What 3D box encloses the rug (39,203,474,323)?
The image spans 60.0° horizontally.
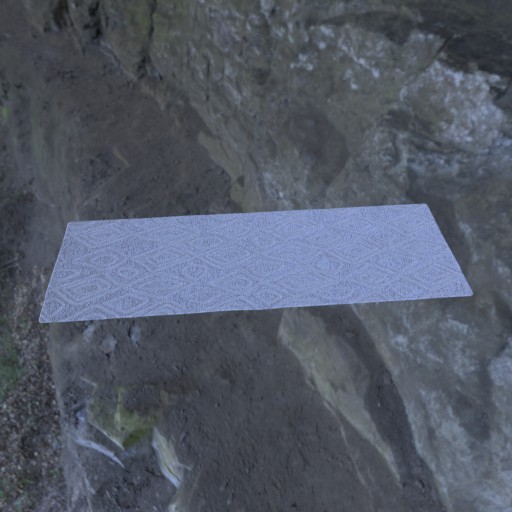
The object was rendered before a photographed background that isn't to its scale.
[{"bbox_3d":[0.000,0.000,2.729,2.436,0.013,0.807,-3,47,-3],"label":"rug"}]
